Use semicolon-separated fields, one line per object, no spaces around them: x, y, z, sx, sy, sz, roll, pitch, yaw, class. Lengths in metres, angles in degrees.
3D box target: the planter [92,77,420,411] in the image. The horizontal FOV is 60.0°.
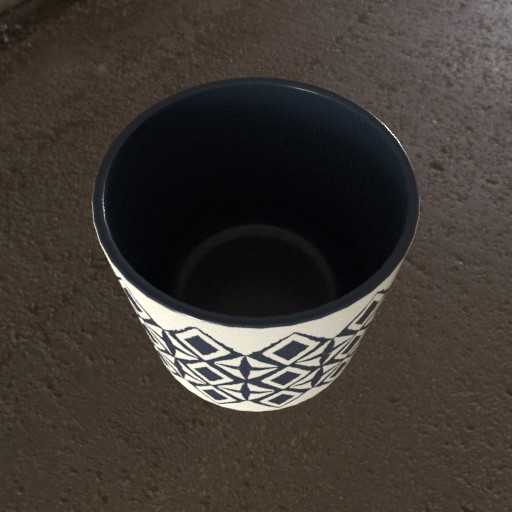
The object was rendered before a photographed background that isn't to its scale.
0.000;0.000;0.277;0.159;0.144;0.159;0;58;0;planter
